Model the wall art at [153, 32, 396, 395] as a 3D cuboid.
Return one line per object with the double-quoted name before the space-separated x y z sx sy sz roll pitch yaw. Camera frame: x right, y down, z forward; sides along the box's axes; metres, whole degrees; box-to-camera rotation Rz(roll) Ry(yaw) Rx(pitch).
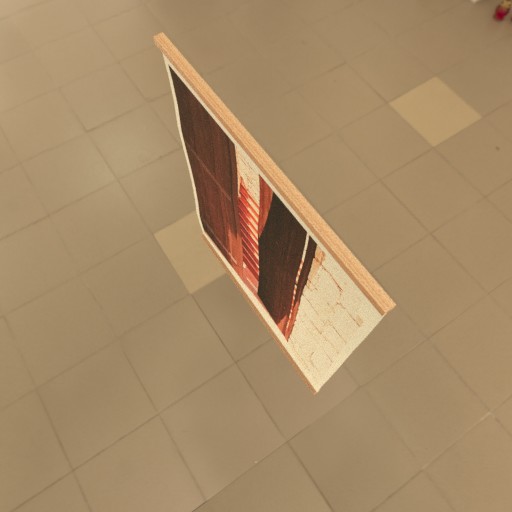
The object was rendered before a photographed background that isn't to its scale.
"wall art" 0.000 0.000 0.677 0.013 0.508 0.406 -32 69 -14
